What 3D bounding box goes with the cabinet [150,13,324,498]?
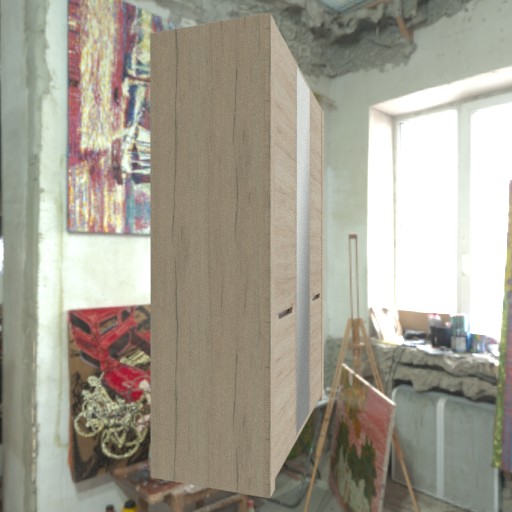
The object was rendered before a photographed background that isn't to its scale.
[{"bbox_3d":[0.000,0.000,2.636,0.580,2.070,1.400,0,0,18],"label":"cabinet"}]
